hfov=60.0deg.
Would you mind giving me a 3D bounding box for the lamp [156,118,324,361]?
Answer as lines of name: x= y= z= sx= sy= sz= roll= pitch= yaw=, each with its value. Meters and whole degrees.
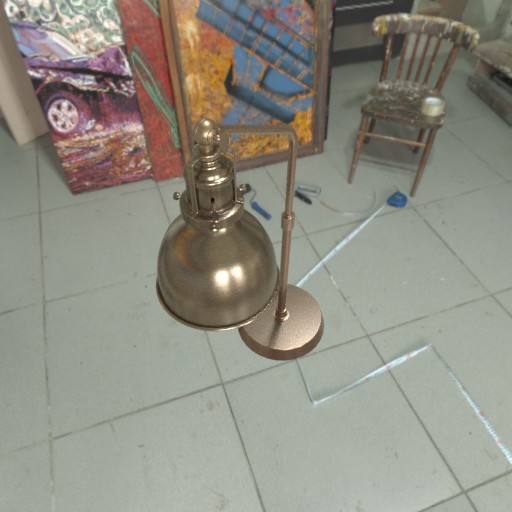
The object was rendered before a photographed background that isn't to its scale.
lamp: x=0.000 y=0.000 z=0.581 sx=0.153 sy=0.456 sz=0.286 roll=33 pitch=55 yaw=26
